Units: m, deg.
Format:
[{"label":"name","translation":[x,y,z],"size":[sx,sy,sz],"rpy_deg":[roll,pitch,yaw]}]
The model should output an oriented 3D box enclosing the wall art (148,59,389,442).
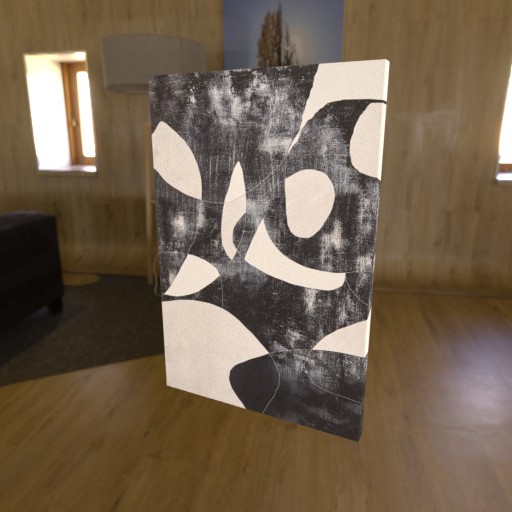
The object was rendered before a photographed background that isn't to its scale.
[{"label":"wall art","translation":[0.000,0.000,1.170],"size":[0.610,0.915,0.041],"rpy_deg":[7,17,25]}]
